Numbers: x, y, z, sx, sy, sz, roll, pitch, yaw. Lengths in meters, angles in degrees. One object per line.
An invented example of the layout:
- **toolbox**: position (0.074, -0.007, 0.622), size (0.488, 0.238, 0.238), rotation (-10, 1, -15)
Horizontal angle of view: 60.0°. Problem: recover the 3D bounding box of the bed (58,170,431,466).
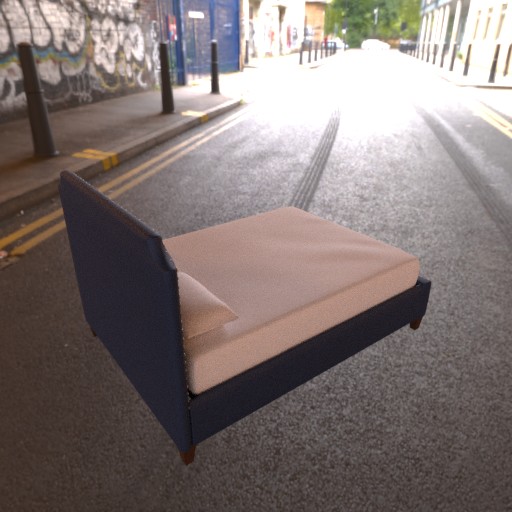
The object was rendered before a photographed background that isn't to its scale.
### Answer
- **bed**: position (0.000, 0.000, 3.478), size (2.372, 1.443, 1.712), rotation (-18, 32, -33)
